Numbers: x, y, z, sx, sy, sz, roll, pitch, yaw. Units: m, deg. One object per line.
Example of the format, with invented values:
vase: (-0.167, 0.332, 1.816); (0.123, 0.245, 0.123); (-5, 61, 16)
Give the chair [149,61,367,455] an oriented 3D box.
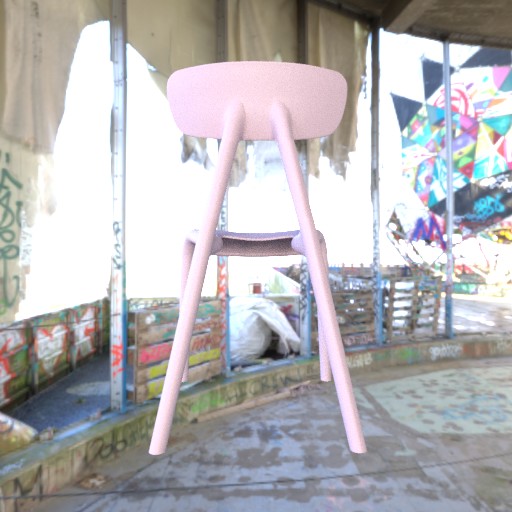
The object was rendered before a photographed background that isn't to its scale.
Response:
chair: (0.000, 0.000, 0.841); (0.356, 0.580, 0.401); (0, 0, -1)
